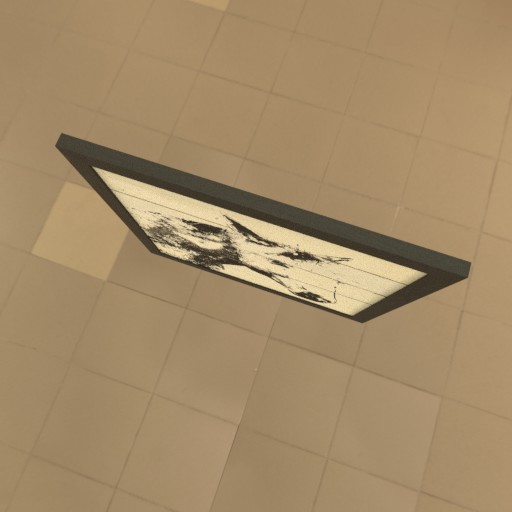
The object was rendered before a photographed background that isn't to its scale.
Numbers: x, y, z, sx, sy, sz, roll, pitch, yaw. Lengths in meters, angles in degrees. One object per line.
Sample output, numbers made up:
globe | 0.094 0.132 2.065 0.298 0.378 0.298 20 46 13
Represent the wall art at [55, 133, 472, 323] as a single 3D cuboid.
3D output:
wall art | 0.000 0.000 1.529 1.016 1.016 0.038 18 76 5
